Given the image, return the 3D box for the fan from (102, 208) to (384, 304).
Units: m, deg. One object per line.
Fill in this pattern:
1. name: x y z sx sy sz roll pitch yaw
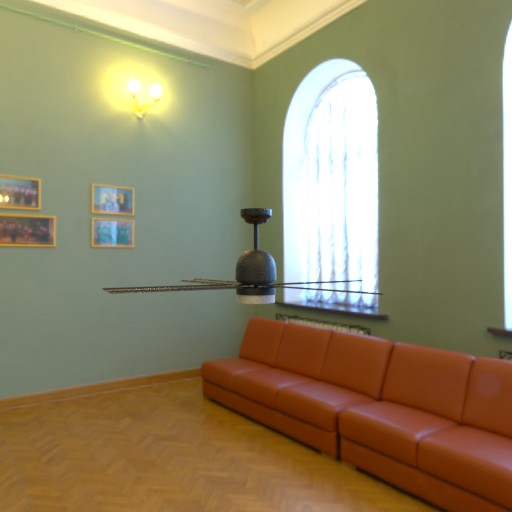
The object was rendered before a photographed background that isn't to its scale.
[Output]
1. fan: 0.000 0.000 1.968 1.319 0.410 1.319 1 -1 -37
